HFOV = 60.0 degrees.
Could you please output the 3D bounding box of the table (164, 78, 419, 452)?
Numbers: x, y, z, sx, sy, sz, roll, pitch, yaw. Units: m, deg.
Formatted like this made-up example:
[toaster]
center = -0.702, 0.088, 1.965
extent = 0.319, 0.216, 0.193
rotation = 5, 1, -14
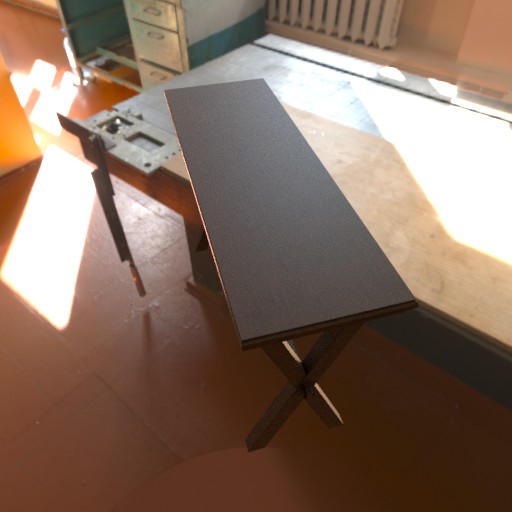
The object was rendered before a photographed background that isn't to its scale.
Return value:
[table]
center = 0.000, 0.000, 1.598
extent = 0.399, 0.763, 1.197
rotation = -11, 46, -11
